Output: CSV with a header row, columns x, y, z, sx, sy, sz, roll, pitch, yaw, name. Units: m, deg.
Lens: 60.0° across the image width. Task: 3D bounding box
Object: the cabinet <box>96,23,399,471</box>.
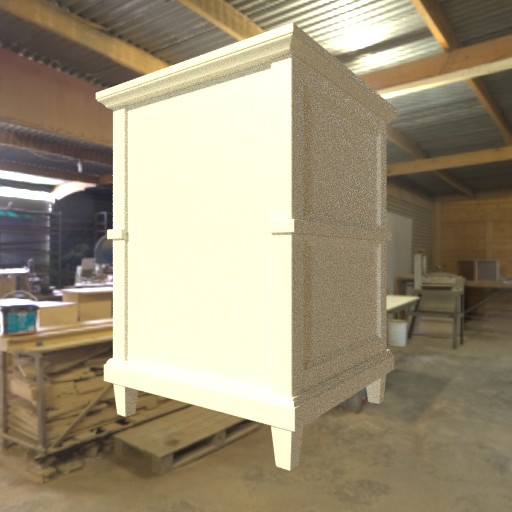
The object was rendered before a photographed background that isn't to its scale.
x,y,z,sx,sy,sz,roll,pitch,yaw,name
0.000,0.000,1.114,0.544,0.775,0.547,0,0,36,cabinet
